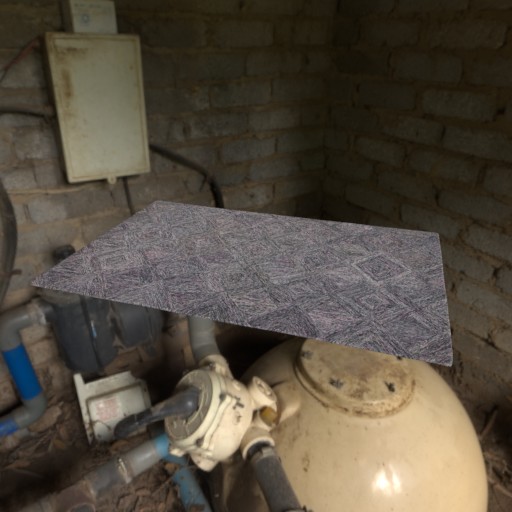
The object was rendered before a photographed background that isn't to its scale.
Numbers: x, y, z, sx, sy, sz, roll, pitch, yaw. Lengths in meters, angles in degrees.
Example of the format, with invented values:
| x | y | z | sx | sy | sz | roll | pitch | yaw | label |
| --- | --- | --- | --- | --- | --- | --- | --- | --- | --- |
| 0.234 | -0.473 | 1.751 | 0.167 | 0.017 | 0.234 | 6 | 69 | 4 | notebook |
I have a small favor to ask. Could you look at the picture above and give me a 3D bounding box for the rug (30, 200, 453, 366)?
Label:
| x | y | z | sx | sy | sz | roll | pitch | yaw | label |
| --- | --- | --- | --- | --- | --- | --- | --- | --- | --- |
| 0.000 | 0.000 | 2.200 | 1.752 | 0.013 | 1.158 | 8 | 28 | 16 | rug |
